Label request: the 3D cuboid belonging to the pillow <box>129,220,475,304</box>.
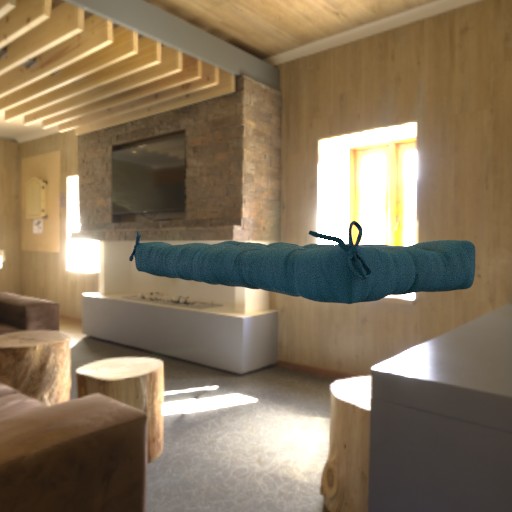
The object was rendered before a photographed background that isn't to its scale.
[{"bbox_3d":[0.000,0.000,1.373,0.511,0.174,1.194,-1,2,-35],"label":"pillow"}]
